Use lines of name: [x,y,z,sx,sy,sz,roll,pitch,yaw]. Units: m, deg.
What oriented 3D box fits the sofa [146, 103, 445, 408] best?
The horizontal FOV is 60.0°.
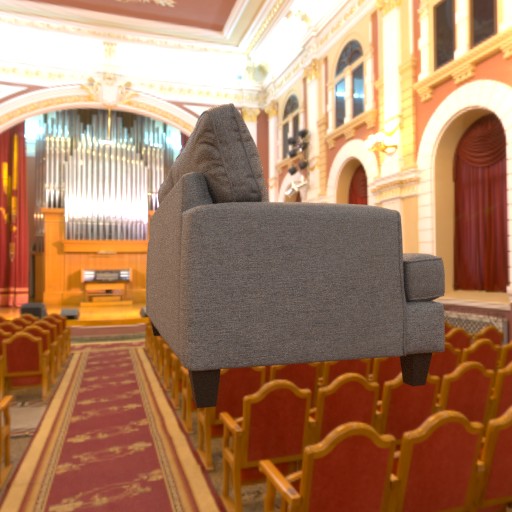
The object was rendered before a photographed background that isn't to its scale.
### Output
sofa: [0.000,0.000,2.213,0.965,0.965,1.651,0,-2,-18]
